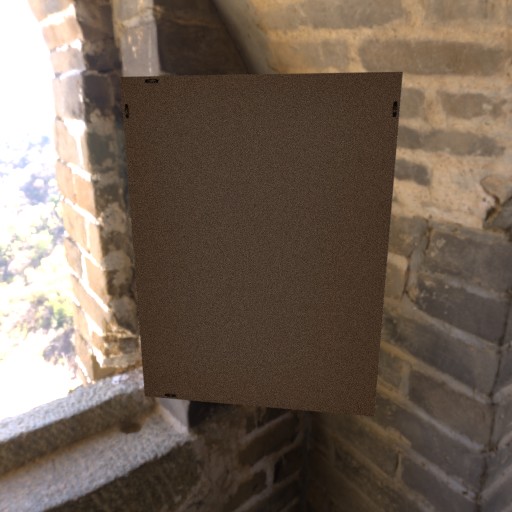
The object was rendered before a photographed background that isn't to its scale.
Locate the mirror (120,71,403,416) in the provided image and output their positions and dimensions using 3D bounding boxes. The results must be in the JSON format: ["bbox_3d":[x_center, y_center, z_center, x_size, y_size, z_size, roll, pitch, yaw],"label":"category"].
[{"bbox_3d":[0.000,0.000,1.335,0.762,1.016,0.041,2,16,8],"label":"mirror"}]
